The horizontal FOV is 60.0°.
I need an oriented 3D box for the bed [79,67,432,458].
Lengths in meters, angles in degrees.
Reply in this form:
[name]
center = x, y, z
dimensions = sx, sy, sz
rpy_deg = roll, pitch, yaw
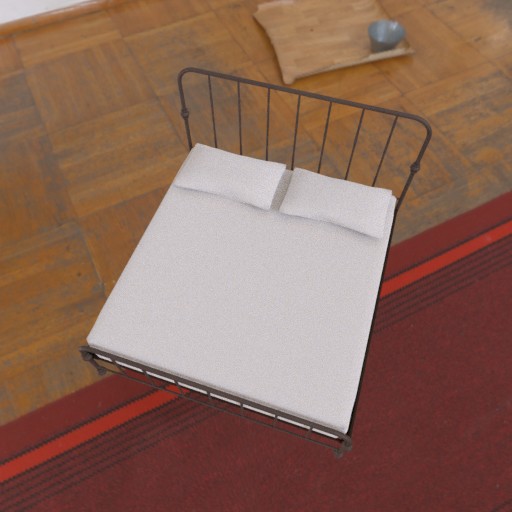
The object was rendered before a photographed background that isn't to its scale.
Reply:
[bed]
center = 0.000, 0.000, 3.358
dimensions = 2.044, 1.446, 2.134
rpy_deg = 16, 60, 9
